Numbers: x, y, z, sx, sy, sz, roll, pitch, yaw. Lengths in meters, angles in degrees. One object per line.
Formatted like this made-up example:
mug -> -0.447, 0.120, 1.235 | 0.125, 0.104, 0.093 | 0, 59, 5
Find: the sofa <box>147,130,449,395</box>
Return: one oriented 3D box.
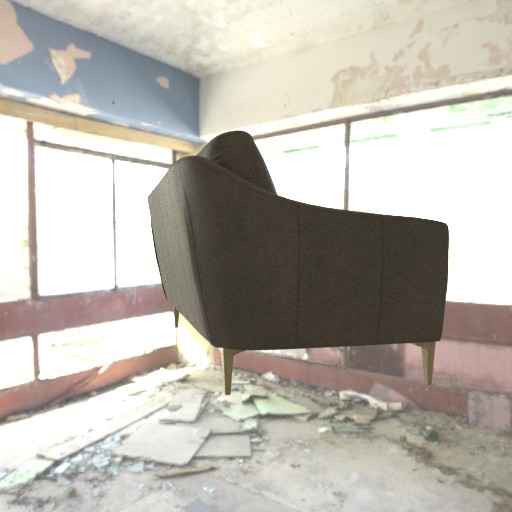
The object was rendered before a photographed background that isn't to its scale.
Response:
sofa -> 0.000, 0.000, 2.190 | 0.960, 0.902, 1.619 | -1, 2, -18
